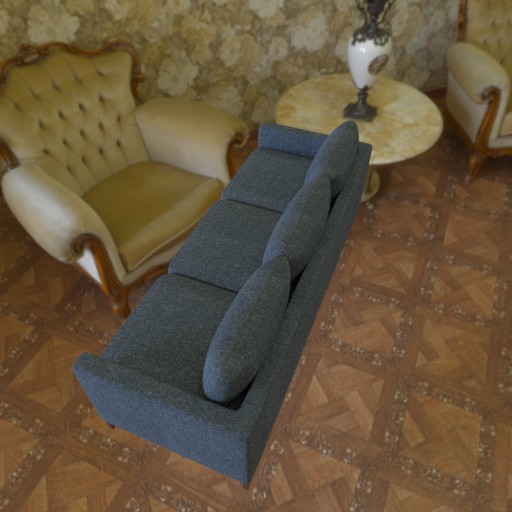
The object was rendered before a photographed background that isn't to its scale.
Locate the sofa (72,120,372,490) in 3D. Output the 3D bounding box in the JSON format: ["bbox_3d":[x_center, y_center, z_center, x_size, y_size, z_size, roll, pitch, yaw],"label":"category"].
[{"bbox_3d":[0.000,0.000,2.648,0.859,0.874,2.218,17,49,15],"label":"sofa"}]
